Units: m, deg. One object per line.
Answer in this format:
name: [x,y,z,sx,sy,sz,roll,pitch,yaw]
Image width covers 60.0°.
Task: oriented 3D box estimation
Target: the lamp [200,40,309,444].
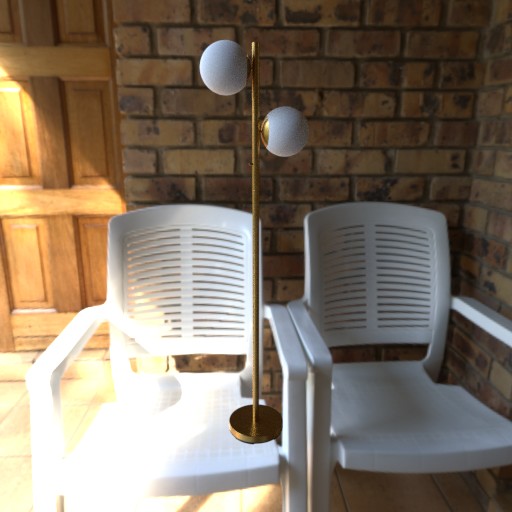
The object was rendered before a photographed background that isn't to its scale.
lamp: [0.000,0.000,1.849,0.419,1.641,0.249,-2,15,-8]
